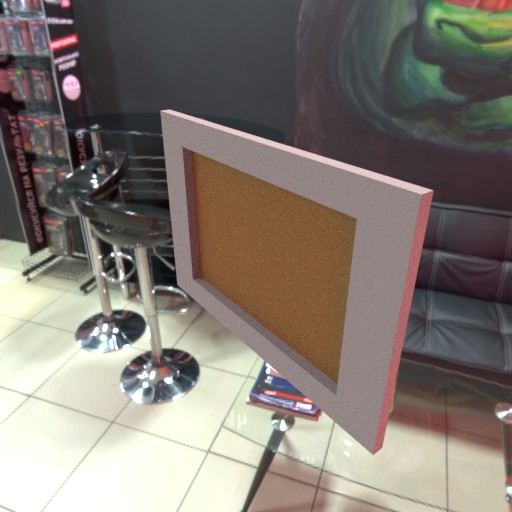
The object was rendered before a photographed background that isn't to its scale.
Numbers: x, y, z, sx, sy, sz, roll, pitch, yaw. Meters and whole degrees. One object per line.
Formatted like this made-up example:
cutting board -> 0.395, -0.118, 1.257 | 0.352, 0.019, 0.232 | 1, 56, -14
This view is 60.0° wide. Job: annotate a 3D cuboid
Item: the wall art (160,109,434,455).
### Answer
wall art -> 0.000, 0.000, 1.172 | 0.033, 0.617, 0.906 | -20, 34, -32
